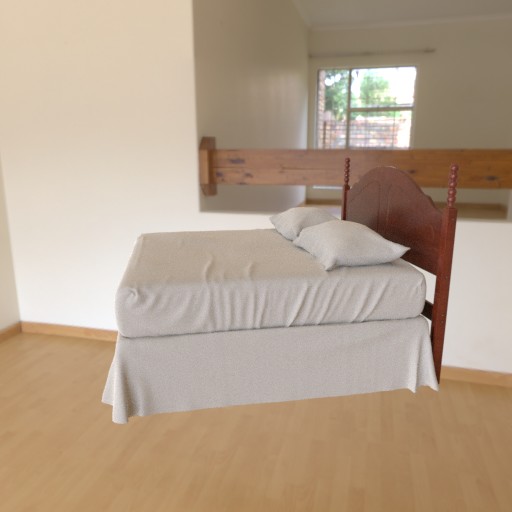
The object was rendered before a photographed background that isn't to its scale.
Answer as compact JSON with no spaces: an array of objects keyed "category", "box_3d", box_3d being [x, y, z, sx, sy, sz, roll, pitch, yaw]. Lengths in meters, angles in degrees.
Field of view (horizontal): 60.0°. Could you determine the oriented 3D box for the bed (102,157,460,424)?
[{"category":"bed","box_3d":[0.000,0.000,3.217,2.040,1.356,1.873,-2,14,-10]}]
